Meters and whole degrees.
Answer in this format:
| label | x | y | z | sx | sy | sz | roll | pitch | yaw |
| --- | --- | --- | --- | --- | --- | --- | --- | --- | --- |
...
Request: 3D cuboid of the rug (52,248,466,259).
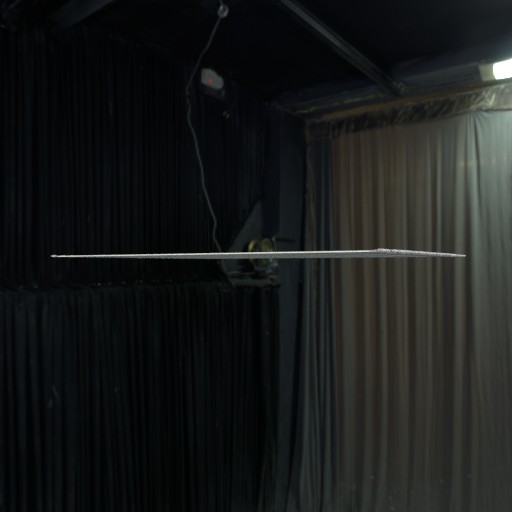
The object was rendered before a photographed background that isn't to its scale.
| label | x | y | z | sx | sy | sz | roll | pitch | yaw |
| --- | --- | --- | --- | --- | --- | --- | --- | --- | --- |
| rug | 0.000 | 0.000 | 3.855 | 3.040 | 0.017 | 2.030 | -1 | -1 | 36 |
